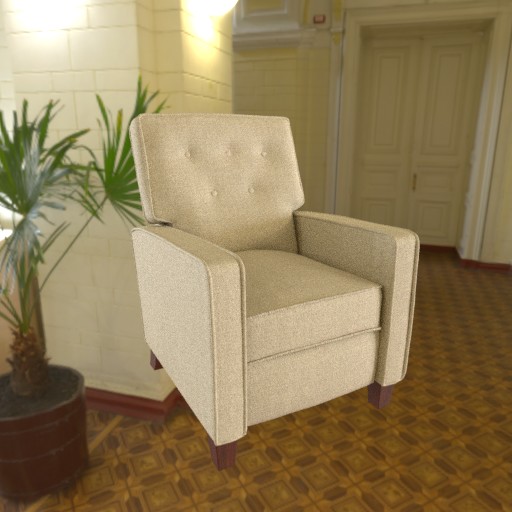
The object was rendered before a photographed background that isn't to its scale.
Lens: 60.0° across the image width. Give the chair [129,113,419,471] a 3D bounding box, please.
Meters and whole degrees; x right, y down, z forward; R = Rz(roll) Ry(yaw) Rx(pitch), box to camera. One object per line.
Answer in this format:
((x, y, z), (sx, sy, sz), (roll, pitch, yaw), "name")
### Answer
((0.000, 0.000, 1.420), (0.648, 0.888, 0.754), (-8, 18, -27), "chair")
